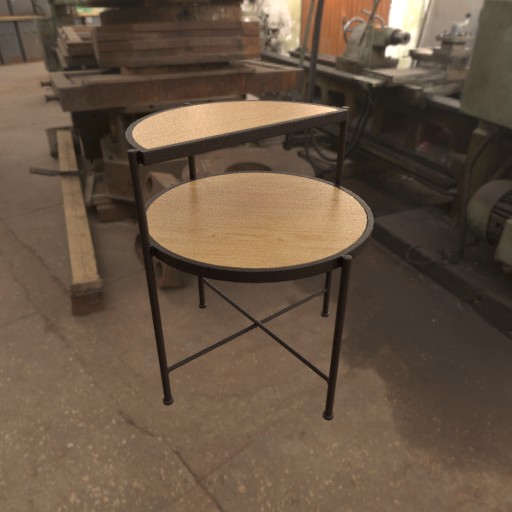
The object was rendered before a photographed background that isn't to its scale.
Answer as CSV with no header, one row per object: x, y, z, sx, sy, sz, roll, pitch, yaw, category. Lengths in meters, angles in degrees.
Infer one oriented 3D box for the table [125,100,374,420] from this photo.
0.000,0.000,1.174,0.629,0.684,0.628,-22,37,-32,table
